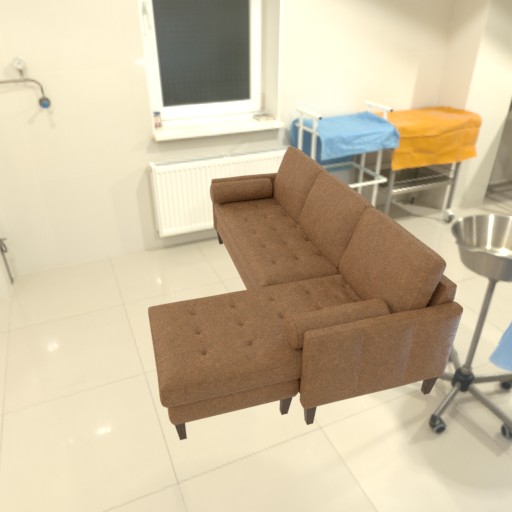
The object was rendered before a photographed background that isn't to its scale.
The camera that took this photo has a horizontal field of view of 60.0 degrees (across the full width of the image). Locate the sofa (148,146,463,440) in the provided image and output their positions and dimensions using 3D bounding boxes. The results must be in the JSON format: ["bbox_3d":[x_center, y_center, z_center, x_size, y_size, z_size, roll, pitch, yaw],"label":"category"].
[{"bbox_3d":[0.000,0.000,2.979,1.506,0.876,2.178,-9,31,-14],"label":"sofa"}]
